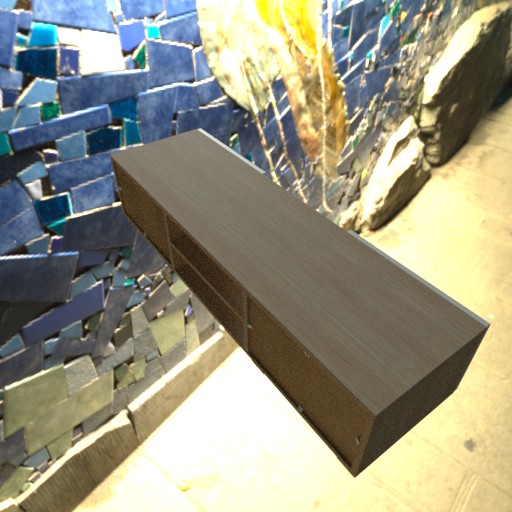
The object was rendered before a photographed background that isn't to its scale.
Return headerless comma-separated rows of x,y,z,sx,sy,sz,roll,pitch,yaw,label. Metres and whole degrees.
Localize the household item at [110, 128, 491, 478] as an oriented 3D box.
0.000,0.000,1.533,0.420,0.310,1.400,-26,47,-27,household item
